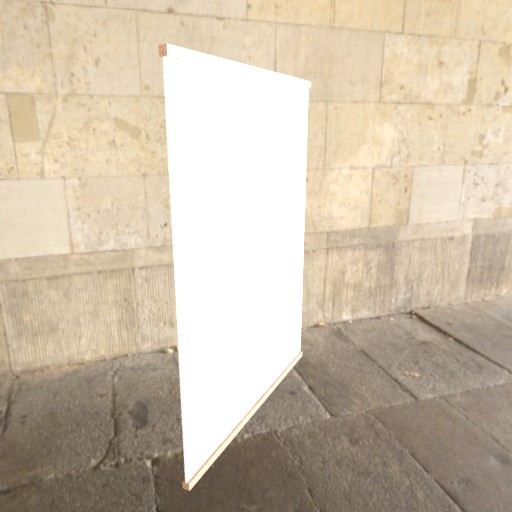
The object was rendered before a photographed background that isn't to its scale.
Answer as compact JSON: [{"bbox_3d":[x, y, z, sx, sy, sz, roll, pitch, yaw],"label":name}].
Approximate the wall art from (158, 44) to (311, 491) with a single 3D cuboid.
[{"bbox_3d":[0.000,0.000,0.774,0.012,0.608,0.459,8,18,26],"label":"wall art"}]
